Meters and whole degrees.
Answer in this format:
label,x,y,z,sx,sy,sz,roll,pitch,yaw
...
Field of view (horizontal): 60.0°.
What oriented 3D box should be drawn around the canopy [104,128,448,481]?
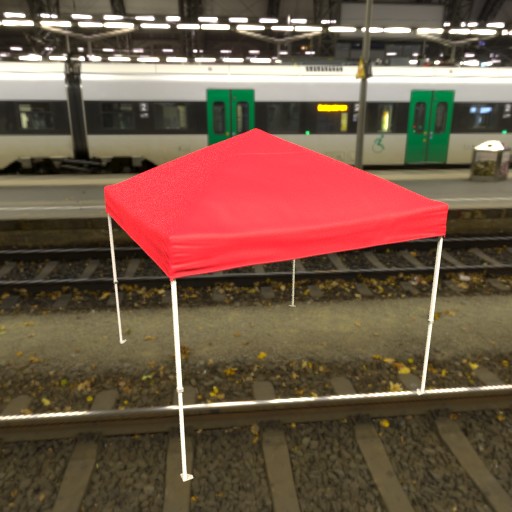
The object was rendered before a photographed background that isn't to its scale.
label,x,y,z,sx,sy,sz,roll,pitch,yaw
canopy,0.000,0.000,5.421,2.998,2.997,2.996,-8,19,-26
